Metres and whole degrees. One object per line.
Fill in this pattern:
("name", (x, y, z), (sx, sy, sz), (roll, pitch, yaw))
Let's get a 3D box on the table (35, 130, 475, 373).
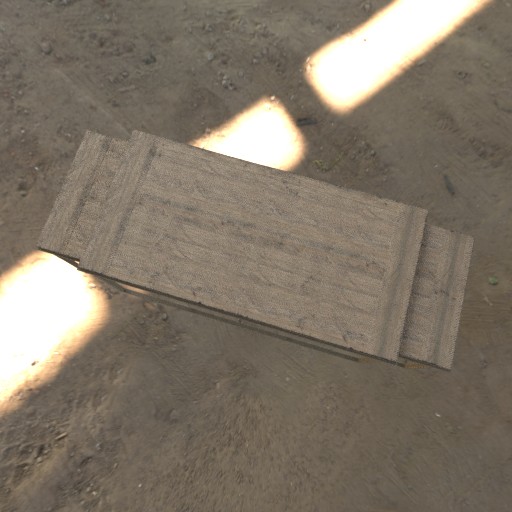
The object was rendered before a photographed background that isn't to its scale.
("table", (0.000, 0.000, 1.547), (1.312, 0.427, 0.489), (16, 76, 4))
